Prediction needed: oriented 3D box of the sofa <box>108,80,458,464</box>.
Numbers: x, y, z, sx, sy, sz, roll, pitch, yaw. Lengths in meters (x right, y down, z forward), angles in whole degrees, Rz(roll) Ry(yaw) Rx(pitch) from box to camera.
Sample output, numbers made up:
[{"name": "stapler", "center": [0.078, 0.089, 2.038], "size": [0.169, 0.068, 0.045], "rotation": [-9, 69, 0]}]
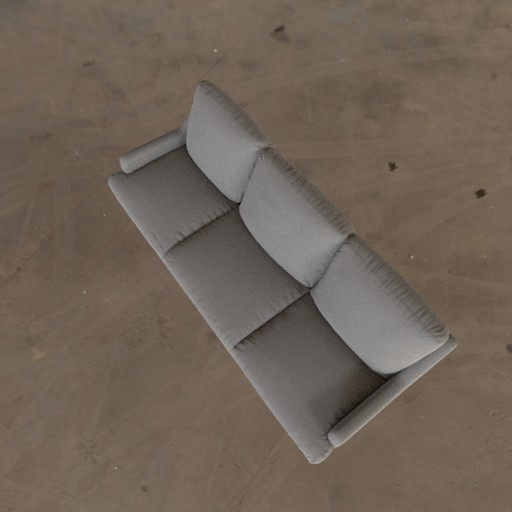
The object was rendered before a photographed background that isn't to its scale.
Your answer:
[{"name": "sofa", "center": [0.000, 0.000, 2.850], "size": [0.987, 0.926, 2.344], "rotation": [-34, 68, -16]}]
